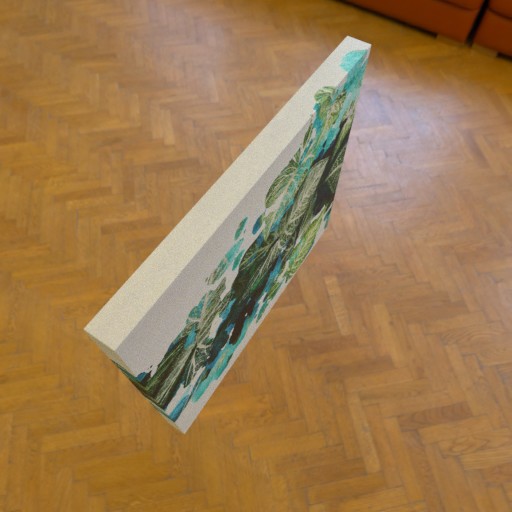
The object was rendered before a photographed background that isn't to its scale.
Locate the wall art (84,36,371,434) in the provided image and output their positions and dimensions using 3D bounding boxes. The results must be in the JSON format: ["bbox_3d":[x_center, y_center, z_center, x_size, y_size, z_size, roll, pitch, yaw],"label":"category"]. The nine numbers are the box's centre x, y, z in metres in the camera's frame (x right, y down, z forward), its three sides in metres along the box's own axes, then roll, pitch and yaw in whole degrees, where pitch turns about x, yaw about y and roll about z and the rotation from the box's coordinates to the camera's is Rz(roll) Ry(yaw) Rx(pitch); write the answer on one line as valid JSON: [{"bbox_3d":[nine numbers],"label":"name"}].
[{"bbox_3d":[0.000,0.000,0.680,0.041,0.435,0.507,29,64,16],"label":"wall art"}]
